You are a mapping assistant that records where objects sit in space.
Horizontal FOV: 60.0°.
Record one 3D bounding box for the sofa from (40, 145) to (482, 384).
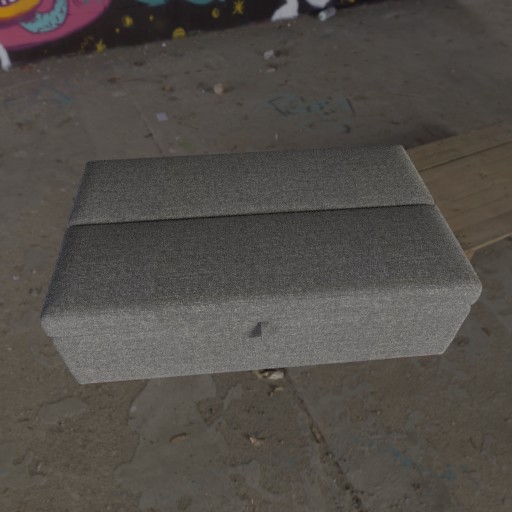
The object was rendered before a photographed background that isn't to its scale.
[{"bbox_3d":[0.000,0.000,1.561,1.198,0.417,0.782,-4,47,-4],"label":"sofa"}]
